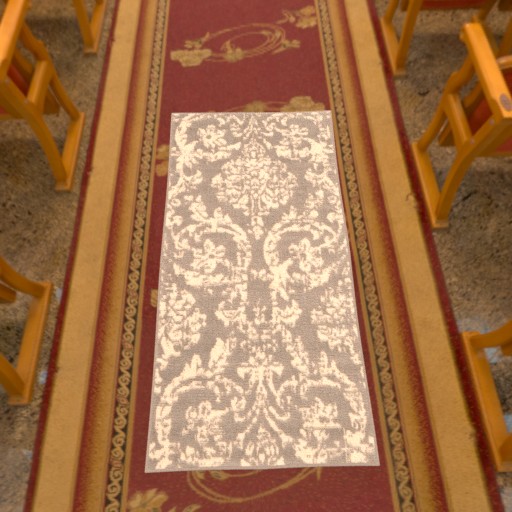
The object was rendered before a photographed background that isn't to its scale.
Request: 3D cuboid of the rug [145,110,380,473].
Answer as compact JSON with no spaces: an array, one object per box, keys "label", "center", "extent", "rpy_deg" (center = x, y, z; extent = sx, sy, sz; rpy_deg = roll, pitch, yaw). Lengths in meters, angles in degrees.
[{"label":"rug","center":[0.000,0.000,1.404],"extent":[0.604,0.007,1.219],"rpy_deg":[-1,64,-1]}]
